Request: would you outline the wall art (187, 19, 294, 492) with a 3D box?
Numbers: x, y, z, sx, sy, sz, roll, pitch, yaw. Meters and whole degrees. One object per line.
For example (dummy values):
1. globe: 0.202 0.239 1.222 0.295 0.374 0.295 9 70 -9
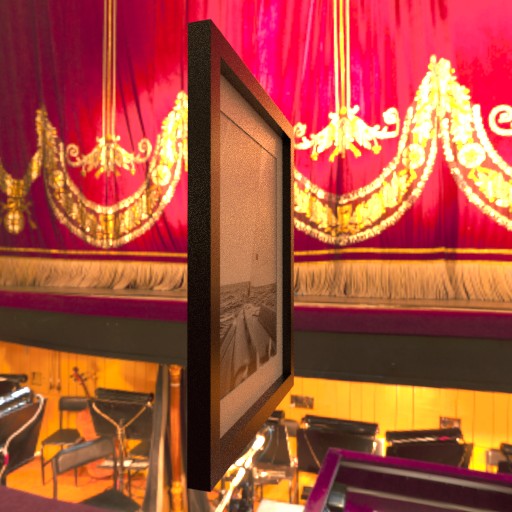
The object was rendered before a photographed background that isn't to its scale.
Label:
1. wall art: 0.000 0.000 0.747 0.031 0.558 0.461 0 0 17
